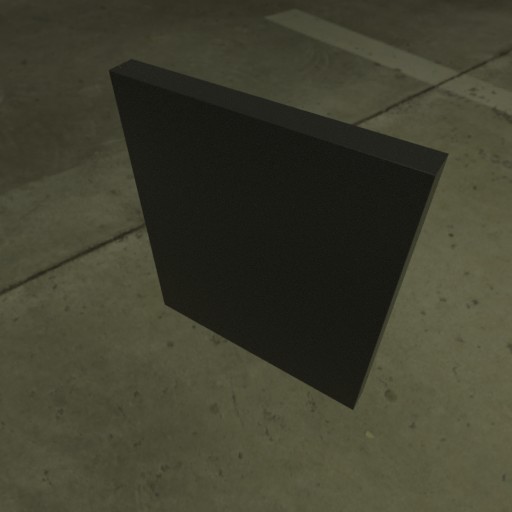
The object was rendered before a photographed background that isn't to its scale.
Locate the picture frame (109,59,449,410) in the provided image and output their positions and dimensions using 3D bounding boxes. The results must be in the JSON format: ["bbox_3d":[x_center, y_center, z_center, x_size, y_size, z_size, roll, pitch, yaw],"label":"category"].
[{"bbox_3d":[0.000,0.000,0.526,0.328,0.378,0.034,25,51,22],"label":"picture frame"}]
